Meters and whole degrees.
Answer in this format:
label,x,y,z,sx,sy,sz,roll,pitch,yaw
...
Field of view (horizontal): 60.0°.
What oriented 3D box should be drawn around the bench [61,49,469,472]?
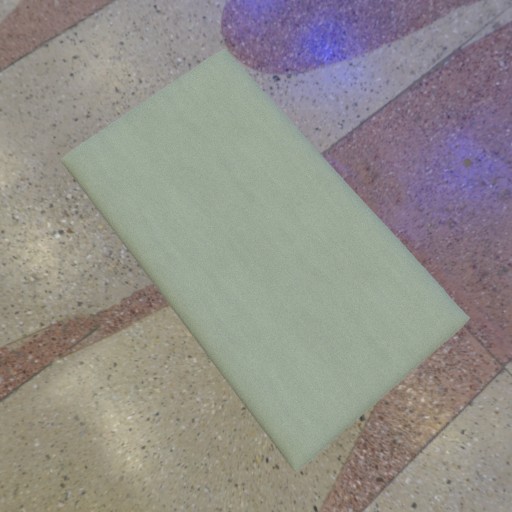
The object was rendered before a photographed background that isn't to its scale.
label,x,y,z,sx,sy,sz,roll,pitch,yaw
bench,0.000,0.000,1.201,0.500,0.449,0.887,-38,79,-9
